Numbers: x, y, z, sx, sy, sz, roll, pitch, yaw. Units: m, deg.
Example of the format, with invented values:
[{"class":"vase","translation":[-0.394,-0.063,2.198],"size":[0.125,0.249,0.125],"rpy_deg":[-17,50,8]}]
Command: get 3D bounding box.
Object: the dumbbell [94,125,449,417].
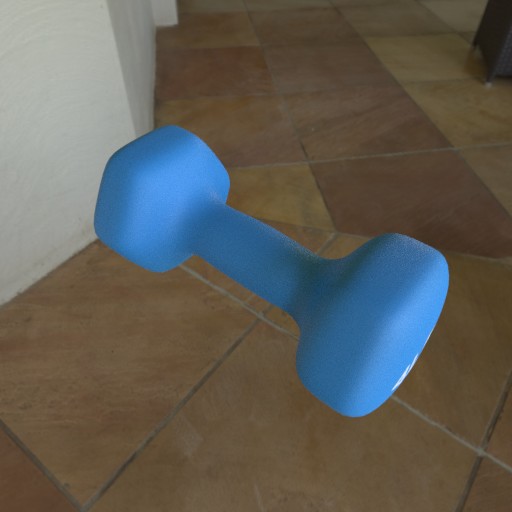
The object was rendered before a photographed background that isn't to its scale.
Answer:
[{"class":"dumbbell","translation":[0.000,0.000,0.192],"size":[0.152,0.066,0.074],"rpy_deg":[31,54,27]}]
